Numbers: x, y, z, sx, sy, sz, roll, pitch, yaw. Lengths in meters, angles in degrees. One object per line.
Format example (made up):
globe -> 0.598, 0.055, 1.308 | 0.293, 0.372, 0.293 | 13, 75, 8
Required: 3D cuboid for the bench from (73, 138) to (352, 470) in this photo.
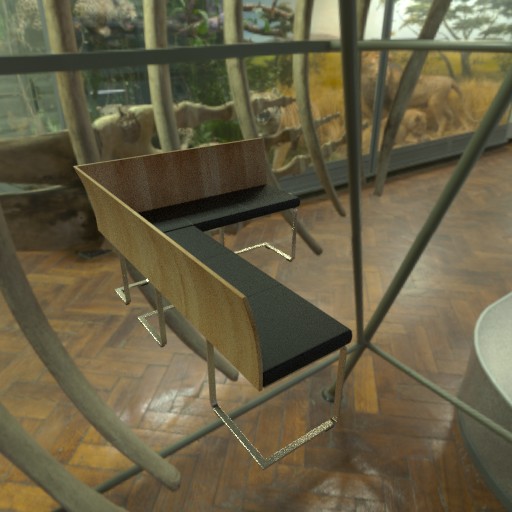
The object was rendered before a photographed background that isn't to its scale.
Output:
bench -> 0.000, 0.000, 2.736 | 1.495, 0.930, 1.945 | -18, 32, -31
